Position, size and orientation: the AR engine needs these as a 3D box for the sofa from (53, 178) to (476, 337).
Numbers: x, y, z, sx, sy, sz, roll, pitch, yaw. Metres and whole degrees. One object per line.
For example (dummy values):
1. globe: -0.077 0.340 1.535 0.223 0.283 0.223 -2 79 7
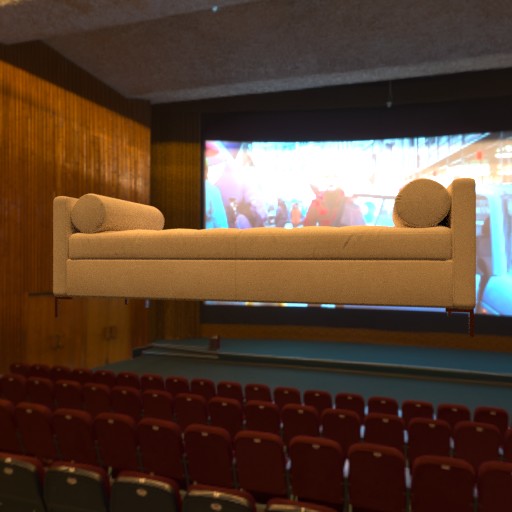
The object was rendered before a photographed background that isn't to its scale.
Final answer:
1. sofa: 0.000 0.000 2.319 1.981 0.635 0.686 0 0 16
